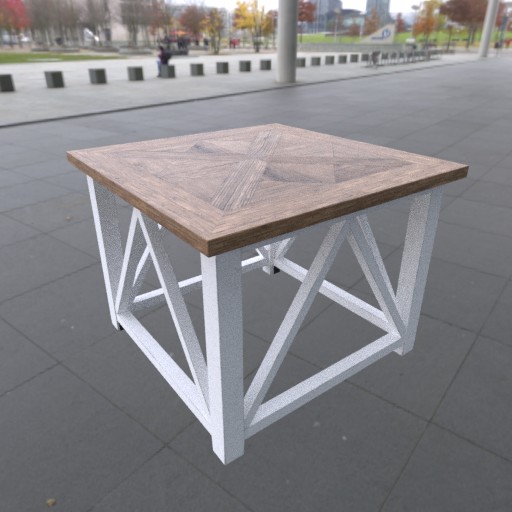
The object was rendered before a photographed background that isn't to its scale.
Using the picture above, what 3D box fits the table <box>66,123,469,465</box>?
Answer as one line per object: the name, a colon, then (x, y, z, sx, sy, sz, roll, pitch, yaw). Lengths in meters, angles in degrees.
table: (0.000, 0.000, 1.198, 0.700, 0.532, 0.700, -18, 32, -33)
